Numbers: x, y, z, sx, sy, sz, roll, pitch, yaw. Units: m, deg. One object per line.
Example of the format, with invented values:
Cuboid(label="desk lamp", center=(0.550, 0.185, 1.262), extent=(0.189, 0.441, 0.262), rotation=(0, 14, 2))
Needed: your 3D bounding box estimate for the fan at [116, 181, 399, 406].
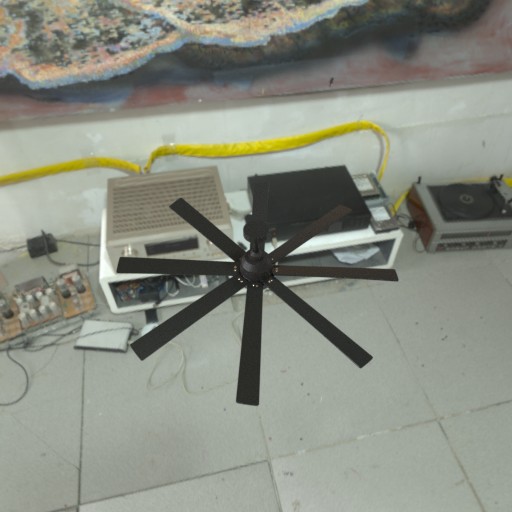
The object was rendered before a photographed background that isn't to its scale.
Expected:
Cuboid(label="fan", center=(0.000, 0.000, 2.803), extent=(1.830, 0.472, 1.830), rotation=(-34, 56, -27))
